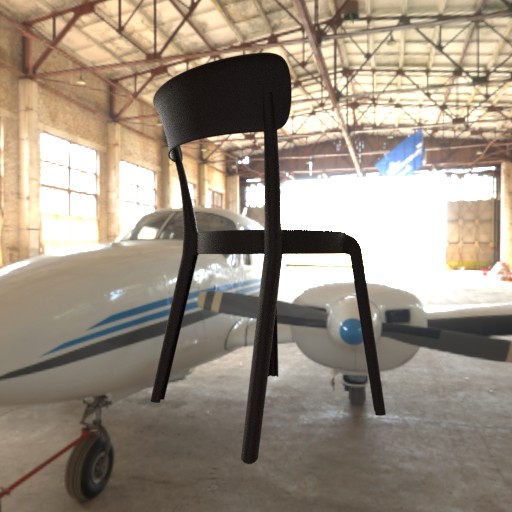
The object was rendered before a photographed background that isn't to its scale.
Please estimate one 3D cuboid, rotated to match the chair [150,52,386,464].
[{"bbox_3d":[0.000,0.000,1.134,0.491,0.790,0.506,0,1,-37],"label":"chair"}]
